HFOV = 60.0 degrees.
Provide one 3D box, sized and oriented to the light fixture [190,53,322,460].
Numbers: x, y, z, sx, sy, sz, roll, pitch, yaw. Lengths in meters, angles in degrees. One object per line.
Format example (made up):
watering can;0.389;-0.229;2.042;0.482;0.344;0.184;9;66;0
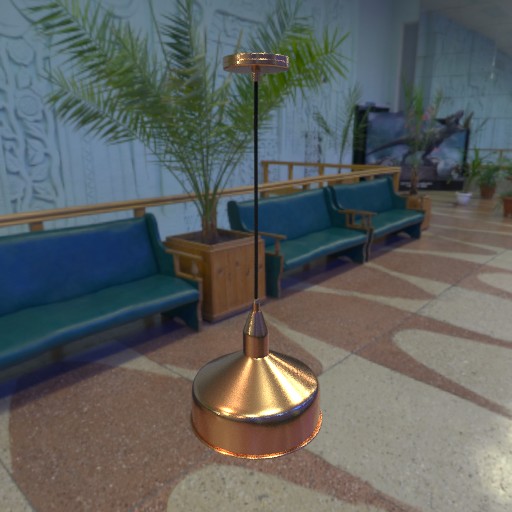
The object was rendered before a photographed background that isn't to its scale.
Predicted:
light fixture;0.000;0.000;0.916;0.301;0.754;0.301;15;21;43
